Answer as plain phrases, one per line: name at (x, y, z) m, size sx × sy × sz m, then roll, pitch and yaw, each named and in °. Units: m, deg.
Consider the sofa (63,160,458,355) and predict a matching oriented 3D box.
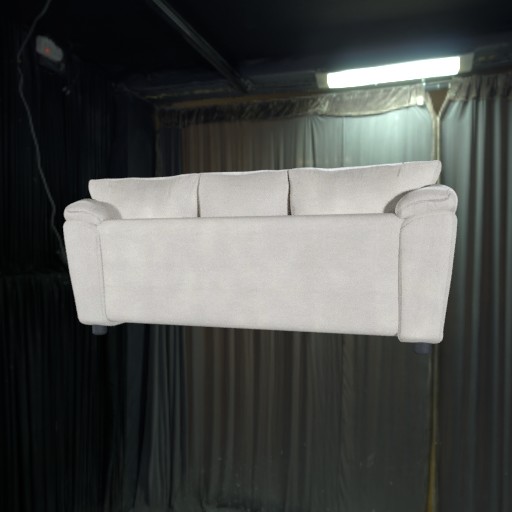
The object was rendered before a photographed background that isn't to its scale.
sofa at (0.000, 0.000, 2.813) m, size 2.334 × 0.996 × 0.878 m, roll 0°, pitch 0°, yaw 17°
